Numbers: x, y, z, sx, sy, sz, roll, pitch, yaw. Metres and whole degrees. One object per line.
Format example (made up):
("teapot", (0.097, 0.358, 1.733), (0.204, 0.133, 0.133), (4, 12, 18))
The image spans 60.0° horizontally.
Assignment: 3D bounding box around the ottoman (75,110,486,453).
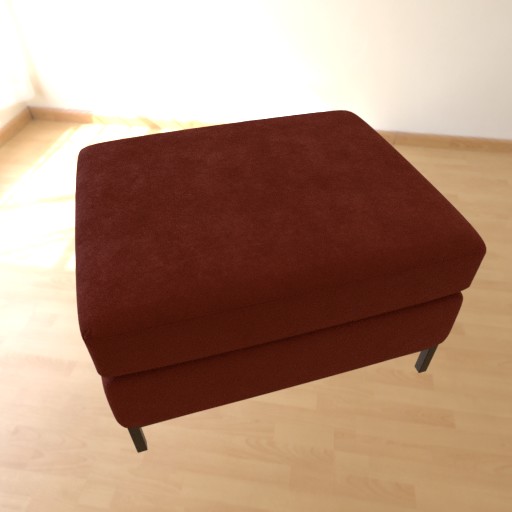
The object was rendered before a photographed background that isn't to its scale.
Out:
("ottoman", (0.000, 0.000, 1.122), (0.782, 0.462, 0.650), (-12, 44, -12))
